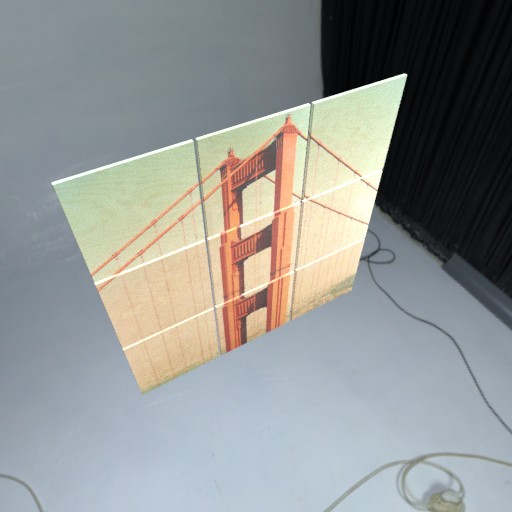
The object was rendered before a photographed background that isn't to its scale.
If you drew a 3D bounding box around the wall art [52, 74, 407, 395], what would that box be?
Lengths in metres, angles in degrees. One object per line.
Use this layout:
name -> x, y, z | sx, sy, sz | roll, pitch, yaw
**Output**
wall art -> 0.000, 0.000, 1.796 | 1.214, 1.219, 0.013 | -23, 52, -20
